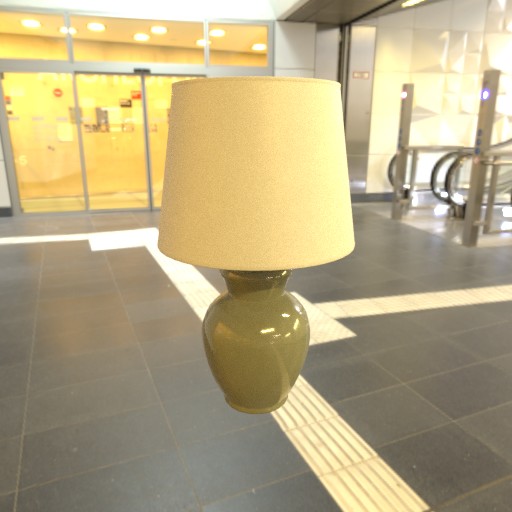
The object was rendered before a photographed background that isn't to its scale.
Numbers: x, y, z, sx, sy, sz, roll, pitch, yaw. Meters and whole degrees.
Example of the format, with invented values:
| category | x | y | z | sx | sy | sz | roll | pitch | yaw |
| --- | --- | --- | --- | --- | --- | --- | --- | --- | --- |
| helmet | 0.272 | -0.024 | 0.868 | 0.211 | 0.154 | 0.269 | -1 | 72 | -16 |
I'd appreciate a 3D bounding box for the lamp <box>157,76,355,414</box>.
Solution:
| category | x | y | z | sx | sy | sz | roll | pitch | yaw |
| --- | --- | --- | --- | --- | --- | --- | --- | --- | --- |
| lamp | 0.000 | 0.000 | 0.555 | 0.239 | 0.399 | 0.239 | 0 | 16 | 0 |
